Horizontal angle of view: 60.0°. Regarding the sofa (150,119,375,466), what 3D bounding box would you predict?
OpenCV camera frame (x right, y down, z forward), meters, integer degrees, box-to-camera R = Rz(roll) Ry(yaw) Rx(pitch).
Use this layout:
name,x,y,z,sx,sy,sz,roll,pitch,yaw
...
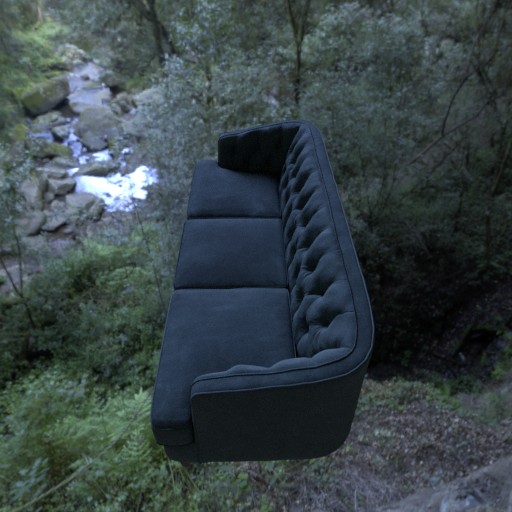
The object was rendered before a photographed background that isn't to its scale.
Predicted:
name,x,y,z,sx,sy,sz,roll,pitch,yaw
sofa,0.000,0.000,2.691,0.941,0.855,2.278,-1,40,-1
